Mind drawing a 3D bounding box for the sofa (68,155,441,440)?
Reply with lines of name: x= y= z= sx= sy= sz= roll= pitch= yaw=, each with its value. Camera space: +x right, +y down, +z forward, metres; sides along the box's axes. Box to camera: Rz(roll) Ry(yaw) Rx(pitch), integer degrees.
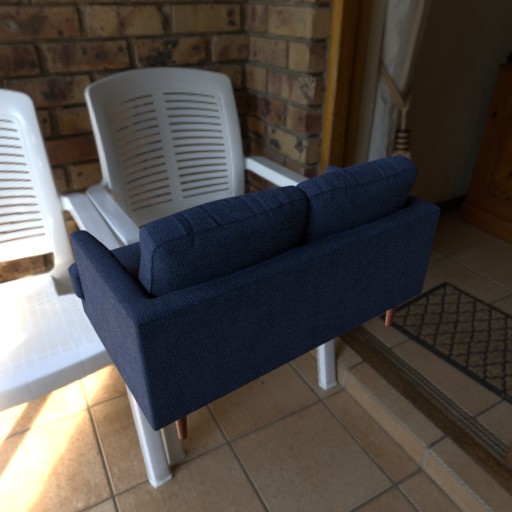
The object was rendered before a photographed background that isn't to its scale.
sofa: x=0.000 y=0.000 z=2.171 sx=1.582 sy=0.944 sz=0.903 roll=-20 pitch=36 yaw=-29
